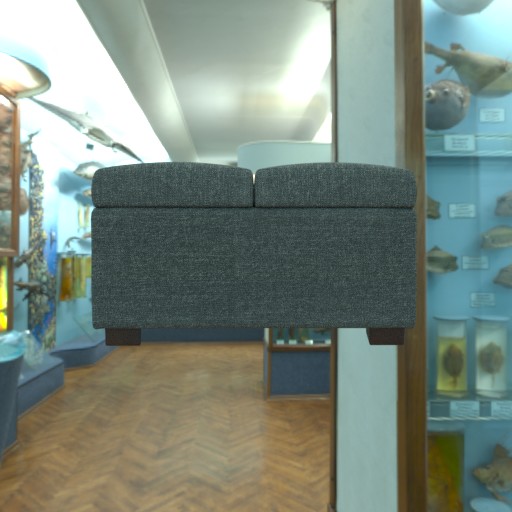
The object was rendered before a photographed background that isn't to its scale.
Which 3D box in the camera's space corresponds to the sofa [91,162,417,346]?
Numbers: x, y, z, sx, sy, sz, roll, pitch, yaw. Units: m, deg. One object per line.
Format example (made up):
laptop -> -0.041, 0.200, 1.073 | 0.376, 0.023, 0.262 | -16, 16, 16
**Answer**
sofa -> 0.000, 0.000, 1.585 | 0.782, 0.417, 1.198 | 0, -1, -1
